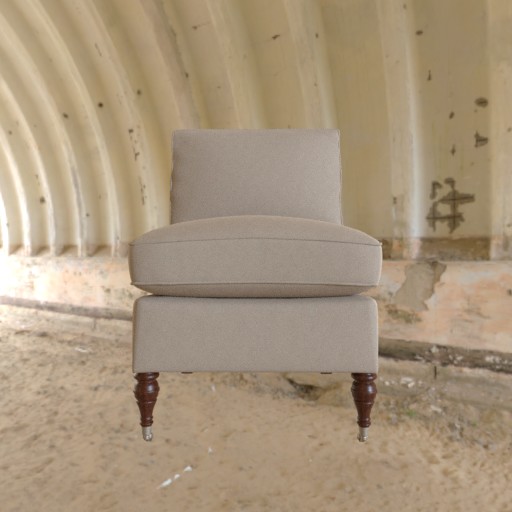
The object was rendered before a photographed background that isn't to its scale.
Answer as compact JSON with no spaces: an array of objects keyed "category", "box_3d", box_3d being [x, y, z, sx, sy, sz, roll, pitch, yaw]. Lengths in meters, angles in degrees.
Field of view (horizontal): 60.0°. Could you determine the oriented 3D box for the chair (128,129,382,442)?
[{"category":"chair","box_3d":[0.000,0.000,1.621,0.724,1.052,0.912,0,1,0]}]
